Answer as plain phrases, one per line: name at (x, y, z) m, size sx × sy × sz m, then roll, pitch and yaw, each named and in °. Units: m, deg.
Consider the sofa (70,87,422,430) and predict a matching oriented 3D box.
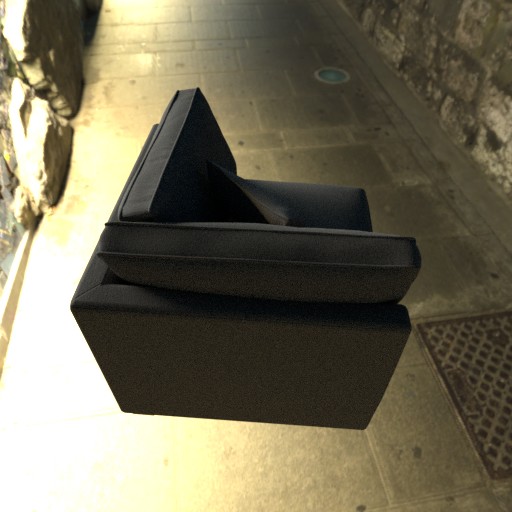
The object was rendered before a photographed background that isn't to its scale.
sofa at (0.000, 0.000, 1.953) m, size 1.084 × 1.002 × 1.146 m, roll 3°, pitch 47°, yaw 3°
